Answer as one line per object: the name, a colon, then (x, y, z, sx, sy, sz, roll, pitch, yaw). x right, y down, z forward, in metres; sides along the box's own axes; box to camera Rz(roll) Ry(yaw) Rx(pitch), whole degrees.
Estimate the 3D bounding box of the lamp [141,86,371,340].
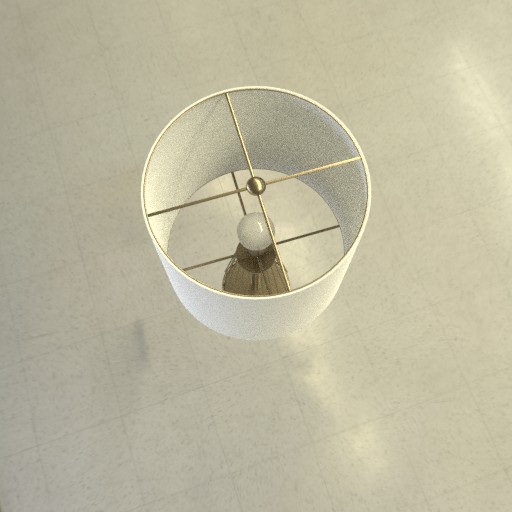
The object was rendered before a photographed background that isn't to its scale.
lamp: (0.000, 0.000, 0.790, 0.303, 0.618, 0.303, 0, 75, 0)
